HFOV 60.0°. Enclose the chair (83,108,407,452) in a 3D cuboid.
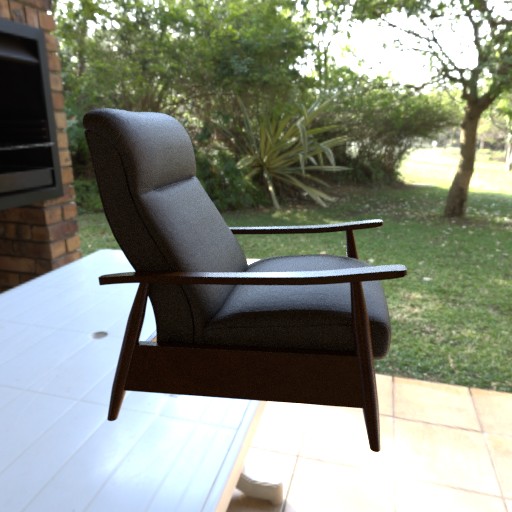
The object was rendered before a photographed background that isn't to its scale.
[{"bbox_3d":[0.000,0.000,1.725,1.014,1.081,0.762,3,16,10],"label":"chair"}]
